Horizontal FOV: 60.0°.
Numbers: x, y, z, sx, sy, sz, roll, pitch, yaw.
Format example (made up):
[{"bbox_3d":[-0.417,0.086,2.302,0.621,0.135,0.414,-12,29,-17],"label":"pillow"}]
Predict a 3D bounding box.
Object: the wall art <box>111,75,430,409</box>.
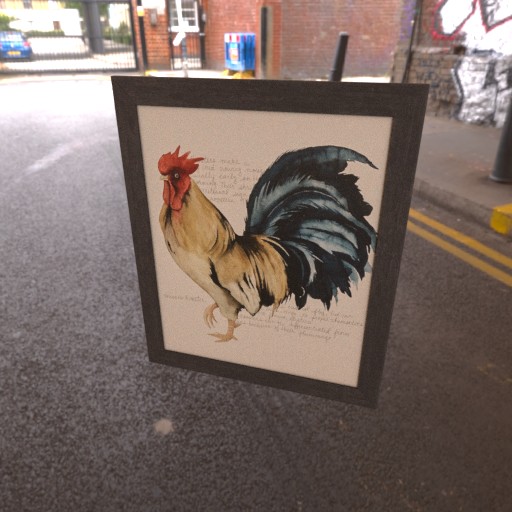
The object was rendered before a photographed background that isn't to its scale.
[{"bbox_3d":[0.000,0.000,0.769,0.476,0.570,0.013,8,27,15],"label":"wall art"}]
